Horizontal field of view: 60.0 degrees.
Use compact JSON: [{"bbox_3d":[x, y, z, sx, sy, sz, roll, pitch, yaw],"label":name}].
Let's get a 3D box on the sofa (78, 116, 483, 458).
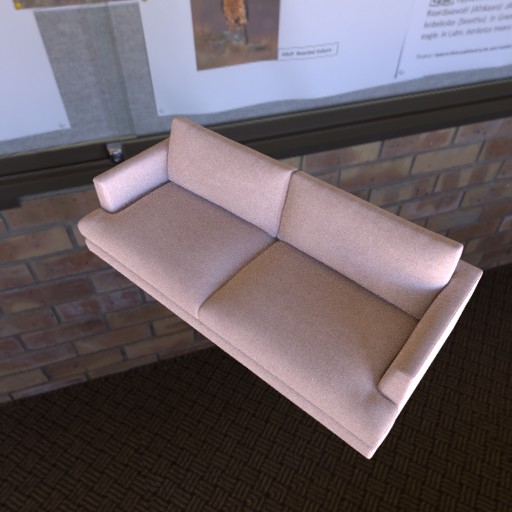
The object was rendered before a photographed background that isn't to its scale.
[{"bbox_3d":[0.000,0.000,2.674,2.250,0.868,1.020,31,53,27],"label":"sofa"}]
